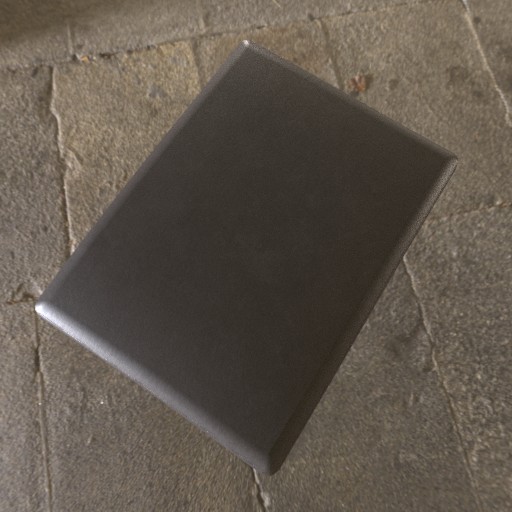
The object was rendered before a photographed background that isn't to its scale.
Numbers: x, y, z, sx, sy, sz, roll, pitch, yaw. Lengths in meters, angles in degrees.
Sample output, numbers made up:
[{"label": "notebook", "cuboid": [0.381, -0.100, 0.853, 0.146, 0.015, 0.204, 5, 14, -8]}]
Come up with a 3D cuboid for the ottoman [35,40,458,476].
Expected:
[{"label": "ottoman", "cuboid": [0.000, 0.000, 1.144, 0.590, 0.498, 0.795, 32, 77, 8]}]
